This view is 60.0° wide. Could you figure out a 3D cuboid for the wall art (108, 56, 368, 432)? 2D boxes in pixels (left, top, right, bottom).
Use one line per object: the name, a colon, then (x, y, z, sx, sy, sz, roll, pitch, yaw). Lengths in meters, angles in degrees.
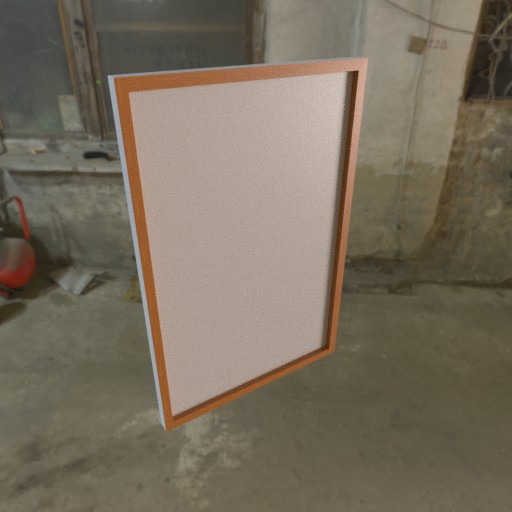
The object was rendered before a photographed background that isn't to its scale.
wall art: (0.000, 0.000, 1.152, 0.610, 0.916, 0.037, -17, 34, -28)
